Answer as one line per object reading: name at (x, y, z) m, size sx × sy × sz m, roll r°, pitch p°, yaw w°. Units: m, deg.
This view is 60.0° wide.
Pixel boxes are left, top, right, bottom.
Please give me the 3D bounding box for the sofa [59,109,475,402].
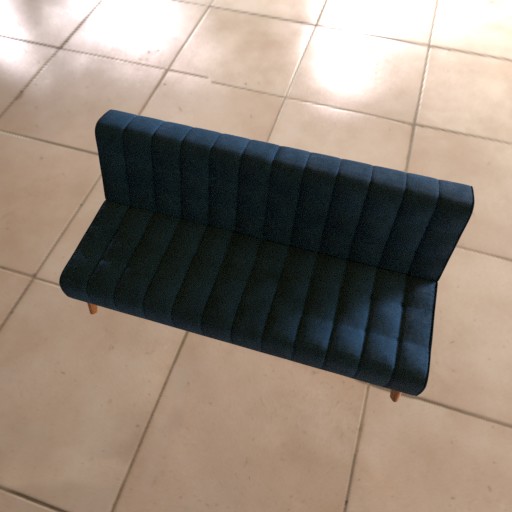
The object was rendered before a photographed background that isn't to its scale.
sofa at (0.000, 0.000, 2.253) m, size 1.804 × 0.813 × 0.855 m, roll 14°, pitch 60°, yaw 8°
